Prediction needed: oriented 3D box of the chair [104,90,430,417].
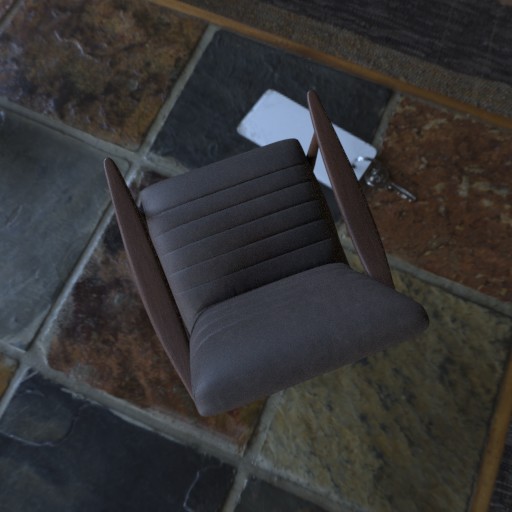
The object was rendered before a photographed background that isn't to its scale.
[{"bbox_3d":[0.000,0.000,1.450,0.741,0.831,0.798,-20,77,-5],"label":"chair"}]
